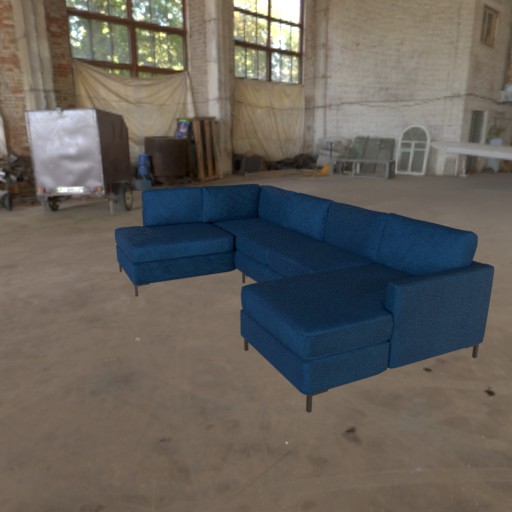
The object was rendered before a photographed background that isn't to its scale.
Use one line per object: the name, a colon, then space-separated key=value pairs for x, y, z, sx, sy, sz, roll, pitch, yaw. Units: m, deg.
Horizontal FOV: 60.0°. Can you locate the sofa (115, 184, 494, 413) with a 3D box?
sofa: x=0.000 y=0.000 z=4.184 sx=2.055 sy=0.992 sz=3.434 roll=-8 pitch=17 yaw=-25
